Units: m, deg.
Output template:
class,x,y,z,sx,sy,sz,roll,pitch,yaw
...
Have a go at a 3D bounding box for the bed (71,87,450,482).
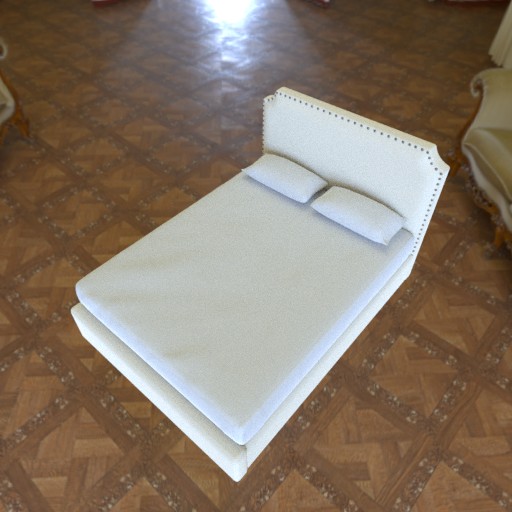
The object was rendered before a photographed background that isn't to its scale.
class,x,y,z,sx,sy,sz,roll,pitch,yaw
bed,0.000,0.000,3.374,1.703,1.415,2.329,32,54,27
